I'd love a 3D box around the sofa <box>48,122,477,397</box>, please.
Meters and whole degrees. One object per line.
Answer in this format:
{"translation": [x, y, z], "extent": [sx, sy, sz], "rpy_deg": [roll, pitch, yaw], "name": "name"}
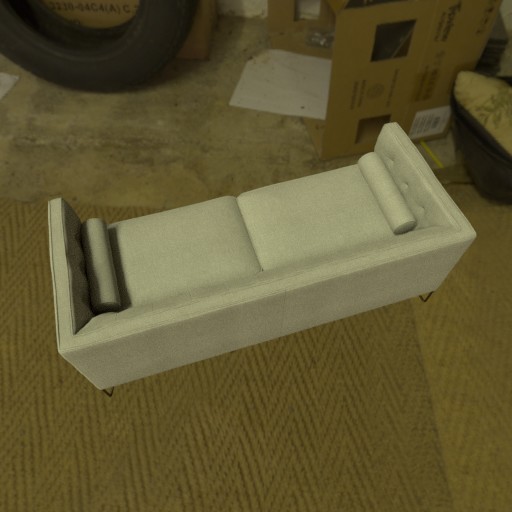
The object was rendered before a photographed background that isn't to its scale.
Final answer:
{"translation": [0.000, 0.000, 2.608], "extent": [2.079, 0.798, 0.912], "rpy_deg": [-15, 59, -9], "name": "sofa"}
